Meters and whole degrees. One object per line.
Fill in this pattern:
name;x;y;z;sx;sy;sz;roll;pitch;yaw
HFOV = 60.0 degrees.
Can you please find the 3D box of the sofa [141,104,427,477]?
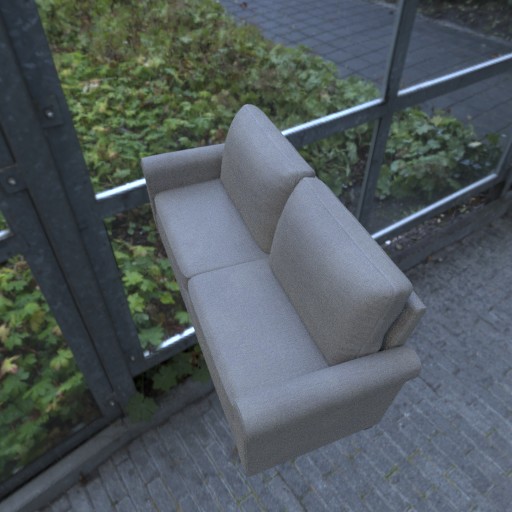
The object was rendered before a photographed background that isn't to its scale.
sofa;0.000;0.000;2.408;0.842;0.942;1.935;-16;47;-15
